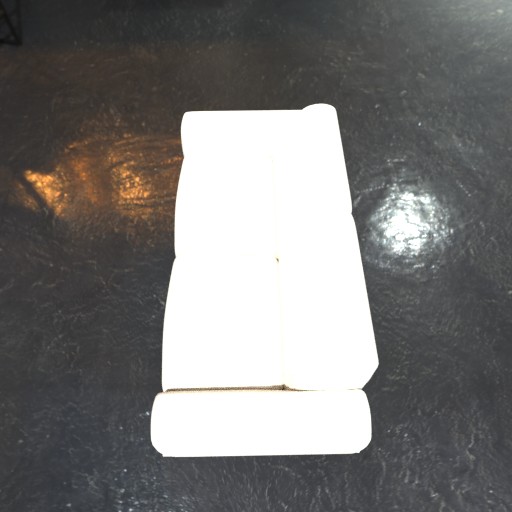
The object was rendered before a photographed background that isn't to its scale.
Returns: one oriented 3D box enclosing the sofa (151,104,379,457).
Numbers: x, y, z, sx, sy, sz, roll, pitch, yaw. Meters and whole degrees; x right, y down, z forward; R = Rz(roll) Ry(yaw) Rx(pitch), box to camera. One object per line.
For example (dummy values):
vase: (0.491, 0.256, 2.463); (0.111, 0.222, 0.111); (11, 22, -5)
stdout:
sofa: (0.000, 0.000, 2.323); (0.900, 0.772, 1.901); (-1, 58, -1)
